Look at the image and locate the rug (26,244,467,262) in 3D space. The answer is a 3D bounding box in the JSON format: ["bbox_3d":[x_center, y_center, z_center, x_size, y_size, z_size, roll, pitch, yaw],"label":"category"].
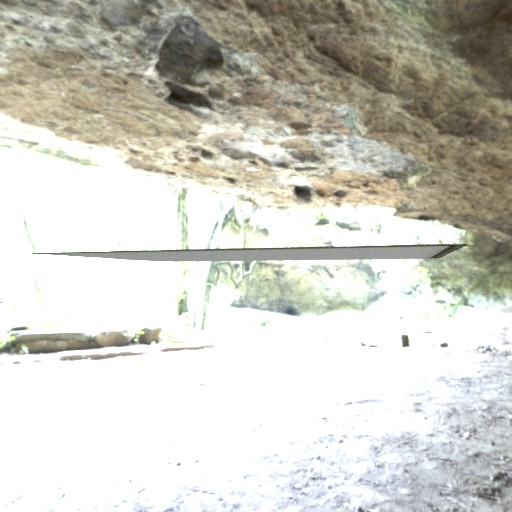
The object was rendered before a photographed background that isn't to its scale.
[{"bbox_3d":[0.000,0.000,3.025,2.435,0.010,1.544,-1,-3,18],"label":"rug"}]
